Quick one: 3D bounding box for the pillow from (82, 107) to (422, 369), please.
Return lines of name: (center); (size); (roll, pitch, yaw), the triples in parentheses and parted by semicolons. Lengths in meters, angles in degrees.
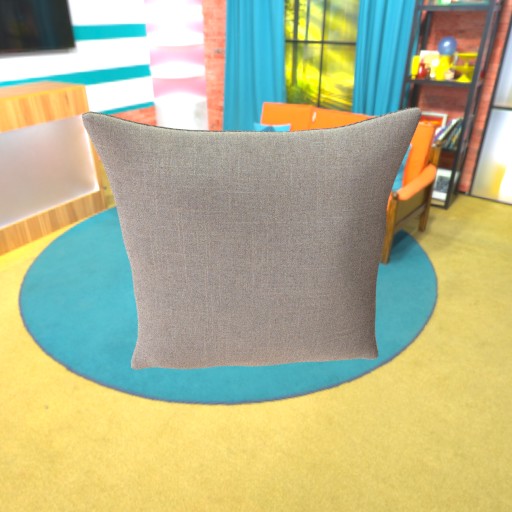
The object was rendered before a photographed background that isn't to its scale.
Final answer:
pillow: (0.000, 0.000, 0.672); (0.435, 0.432, 0.138); (-2, 29, -3)
